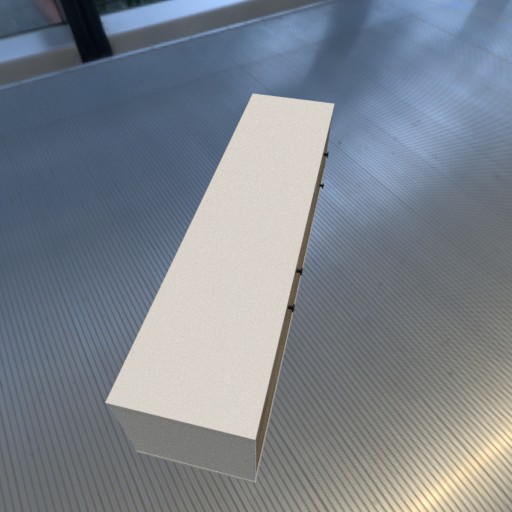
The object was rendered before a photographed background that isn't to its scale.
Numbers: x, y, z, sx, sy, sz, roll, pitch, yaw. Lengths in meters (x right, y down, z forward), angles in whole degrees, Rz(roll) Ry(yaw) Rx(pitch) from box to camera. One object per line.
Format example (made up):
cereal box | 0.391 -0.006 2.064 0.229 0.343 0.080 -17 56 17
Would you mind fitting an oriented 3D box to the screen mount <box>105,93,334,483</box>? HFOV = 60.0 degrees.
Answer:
screen mount | 0.000 0.000 1.821 0.418 0.520 1.600 10 50 9
